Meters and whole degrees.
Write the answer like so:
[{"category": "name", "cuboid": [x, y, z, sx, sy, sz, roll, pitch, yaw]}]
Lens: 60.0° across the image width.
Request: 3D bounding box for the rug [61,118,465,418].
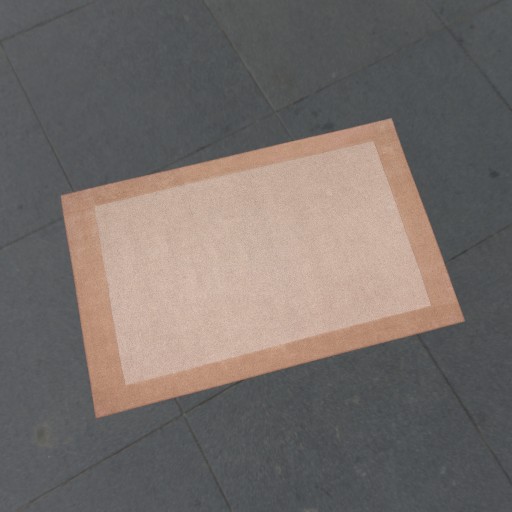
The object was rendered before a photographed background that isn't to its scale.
[{"category": "rug", "cuboid": [0.000, 0.000, 3.000, 2.438, 0.014, 1.524, -14, 77, -3]}]
